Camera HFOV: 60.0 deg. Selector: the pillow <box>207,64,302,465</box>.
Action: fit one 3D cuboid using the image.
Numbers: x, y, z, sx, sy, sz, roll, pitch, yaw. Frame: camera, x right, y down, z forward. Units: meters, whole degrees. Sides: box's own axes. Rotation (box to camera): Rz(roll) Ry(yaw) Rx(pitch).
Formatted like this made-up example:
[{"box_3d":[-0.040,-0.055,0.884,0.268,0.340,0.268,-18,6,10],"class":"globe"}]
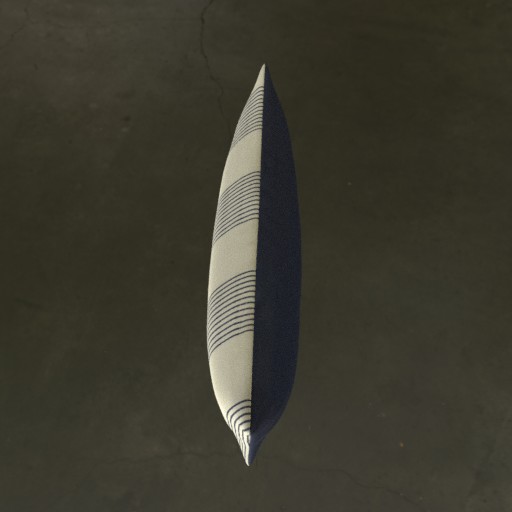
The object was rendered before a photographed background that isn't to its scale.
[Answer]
[{"box_3d":[0.000,0.000,0.739,0.151,0.287,0.610,2,59,1],"class":"pillow"}]
